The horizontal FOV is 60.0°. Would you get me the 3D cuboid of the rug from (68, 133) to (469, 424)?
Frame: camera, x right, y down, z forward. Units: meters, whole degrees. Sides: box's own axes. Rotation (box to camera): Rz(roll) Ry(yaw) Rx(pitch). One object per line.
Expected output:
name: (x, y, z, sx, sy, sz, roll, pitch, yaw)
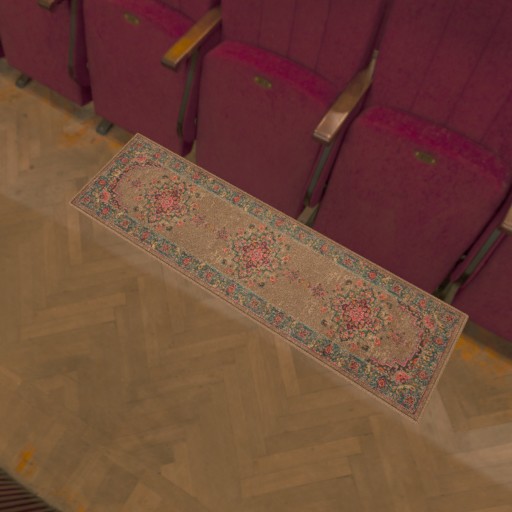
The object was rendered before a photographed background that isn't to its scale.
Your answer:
rug: (0.000, 0.000, 2.524, 2.297, 0.019, 0.659, 31, 68, 14)
